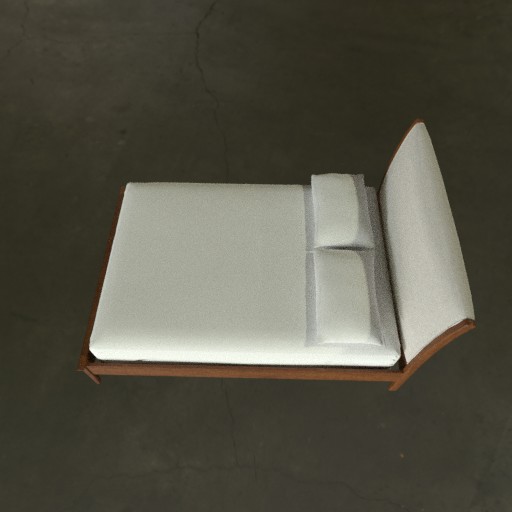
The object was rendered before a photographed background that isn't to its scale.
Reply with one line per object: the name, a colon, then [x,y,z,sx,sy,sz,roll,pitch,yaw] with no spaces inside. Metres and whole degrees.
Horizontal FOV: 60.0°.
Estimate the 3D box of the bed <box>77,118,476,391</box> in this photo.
bed: [0.000,0.000,3.229,2.380,1.250,1.612,1,58,1]
